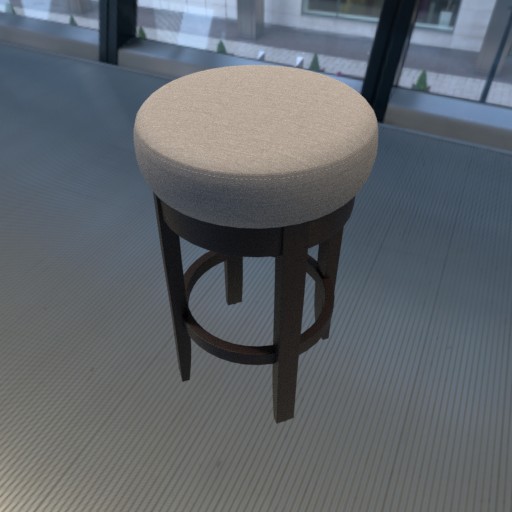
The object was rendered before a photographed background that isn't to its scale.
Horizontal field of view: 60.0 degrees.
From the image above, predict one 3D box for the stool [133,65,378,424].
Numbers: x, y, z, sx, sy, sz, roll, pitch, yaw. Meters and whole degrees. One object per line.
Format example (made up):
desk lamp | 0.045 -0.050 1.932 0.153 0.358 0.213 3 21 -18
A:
stool | 0.000 0.000 1.027 0.443 0.757 0.443 0 42 0
